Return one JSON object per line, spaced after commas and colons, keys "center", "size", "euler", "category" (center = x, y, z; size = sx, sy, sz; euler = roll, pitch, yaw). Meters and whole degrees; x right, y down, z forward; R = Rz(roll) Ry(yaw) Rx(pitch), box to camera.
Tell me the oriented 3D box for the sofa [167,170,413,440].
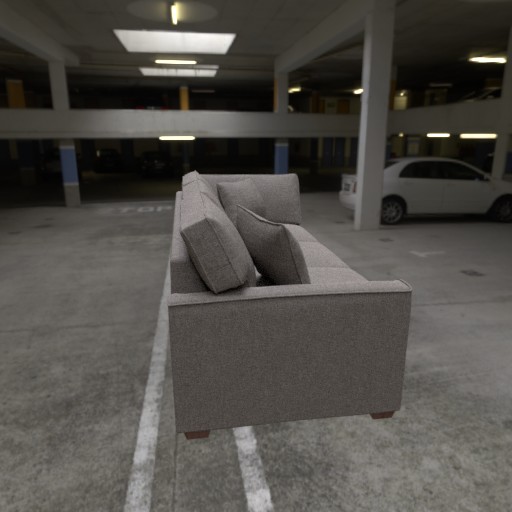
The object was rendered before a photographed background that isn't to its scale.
{"center": [0.000, 0.000, 2.889], "size": [1.061, 0.962, 2.317], "euler": [-2, 16, -9], "category": "sofa"}
